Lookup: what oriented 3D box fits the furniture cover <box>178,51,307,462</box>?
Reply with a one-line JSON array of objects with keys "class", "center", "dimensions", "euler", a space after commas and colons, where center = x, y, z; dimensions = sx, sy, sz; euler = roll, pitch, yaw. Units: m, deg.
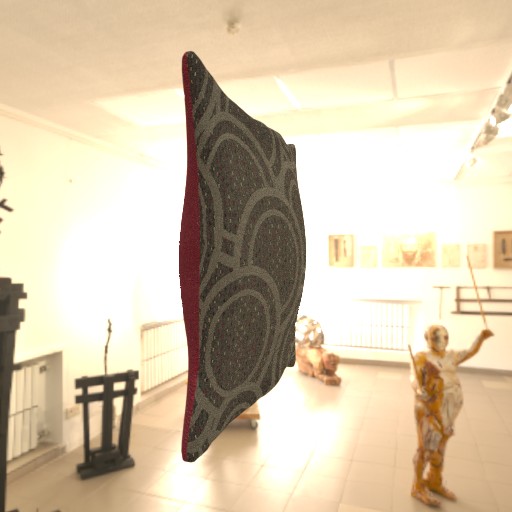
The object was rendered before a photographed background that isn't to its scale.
[{"class": "furniture cover", "center": [0.000, 0.000, 0.785], "dimensions": [0.163, 0.513, 0.514], "euler": [0, 0, 19]}]
